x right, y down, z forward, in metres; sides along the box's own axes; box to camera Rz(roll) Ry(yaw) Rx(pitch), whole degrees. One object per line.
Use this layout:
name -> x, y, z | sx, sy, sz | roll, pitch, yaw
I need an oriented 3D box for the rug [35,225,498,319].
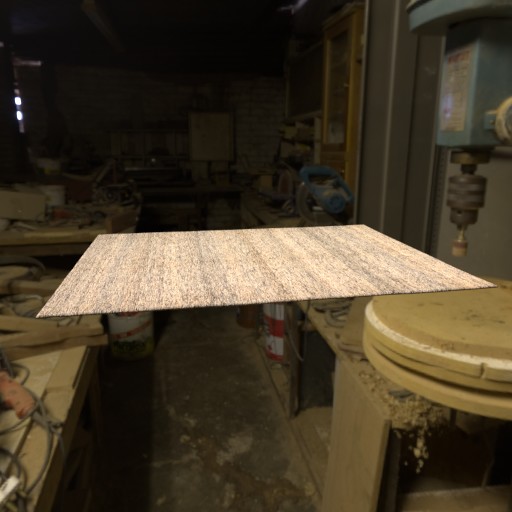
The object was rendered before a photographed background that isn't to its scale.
rug -> 0.000, 0.000, 4.149 | 3.199, 0.036, 2.414 | -3, 15, -10
